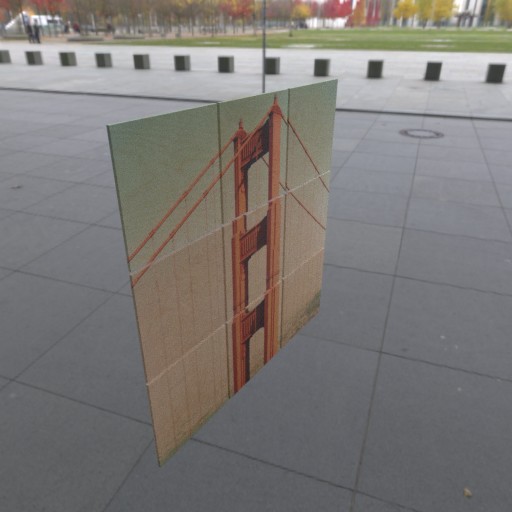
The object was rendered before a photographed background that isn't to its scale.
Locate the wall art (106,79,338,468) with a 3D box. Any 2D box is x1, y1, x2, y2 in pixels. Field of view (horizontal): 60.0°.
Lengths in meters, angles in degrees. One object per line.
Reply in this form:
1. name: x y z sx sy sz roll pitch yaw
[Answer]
1. wall art: 0.000 0.000 2.212 0.013 1.523 1.517 18 33 31
